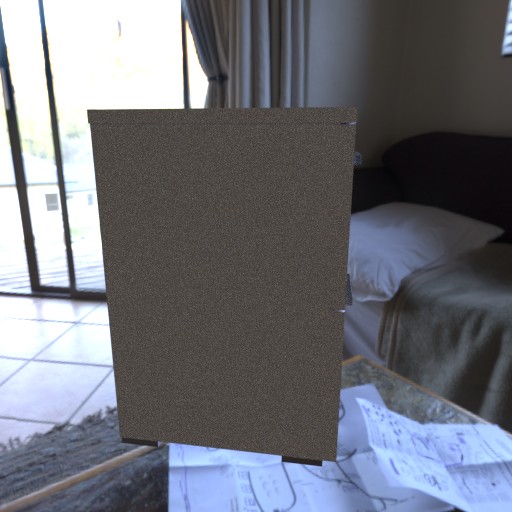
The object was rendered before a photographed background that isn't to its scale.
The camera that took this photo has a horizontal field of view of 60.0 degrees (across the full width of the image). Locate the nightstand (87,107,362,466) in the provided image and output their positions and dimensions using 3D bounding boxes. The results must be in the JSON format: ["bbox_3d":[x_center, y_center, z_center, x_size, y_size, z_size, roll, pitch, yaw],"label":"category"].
[{"bbox_3d":[0.000,0.000,0.761,0.325,0.460,0.441,3,16,9],"label":"nightstand"}]
